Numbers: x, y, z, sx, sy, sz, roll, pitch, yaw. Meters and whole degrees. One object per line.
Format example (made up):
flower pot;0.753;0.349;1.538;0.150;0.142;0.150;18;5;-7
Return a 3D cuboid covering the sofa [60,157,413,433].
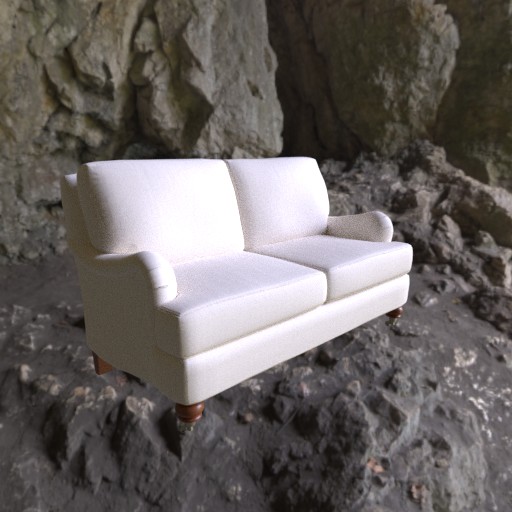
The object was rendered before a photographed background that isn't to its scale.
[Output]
sofa;0.000;0.000;2.574;1.853;1.101;1.084;-13;18;-42
